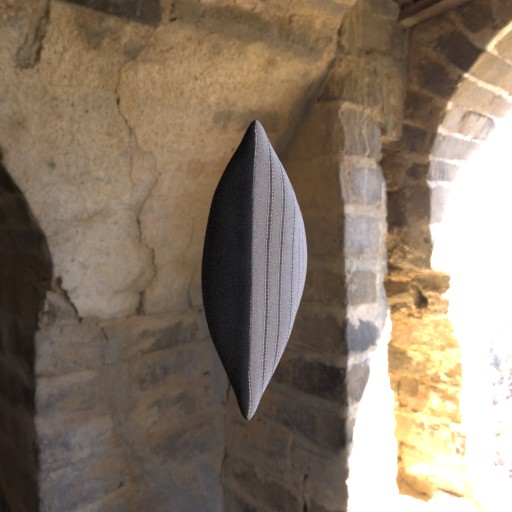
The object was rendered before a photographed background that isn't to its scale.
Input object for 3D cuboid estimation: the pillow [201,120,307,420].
[{"bbox_3d":[0.000,0.000,0.733,0.151,0.305,0.609,0,2,0],"label":"pillow"}]
